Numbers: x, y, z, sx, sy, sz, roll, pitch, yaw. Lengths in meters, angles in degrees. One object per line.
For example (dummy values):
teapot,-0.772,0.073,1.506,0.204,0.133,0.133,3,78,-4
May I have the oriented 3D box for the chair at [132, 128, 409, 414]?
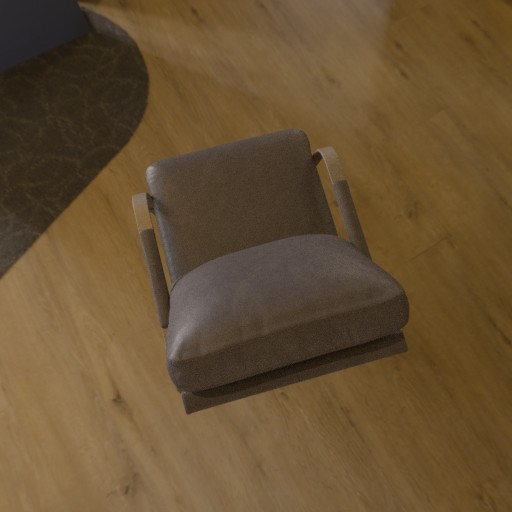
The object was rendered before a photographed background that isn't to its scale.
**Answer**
chair,0.000,0.000,1.494,0.692,0.839,0.878,-15,75,-4
